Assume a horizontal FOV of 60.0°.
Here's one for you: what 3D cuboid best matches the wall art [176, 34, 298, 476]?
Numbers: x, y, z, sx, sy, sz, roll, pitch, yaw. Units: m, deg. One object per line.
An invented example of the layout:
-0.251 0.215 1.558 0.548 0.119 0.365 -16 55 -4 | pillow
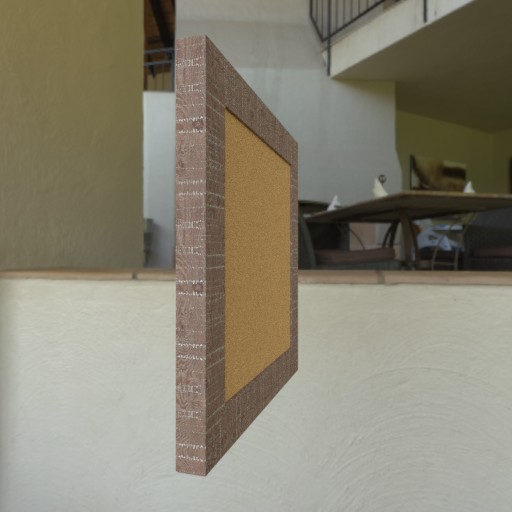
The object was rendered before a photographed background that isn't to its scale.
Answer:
0.000 0.000 0.791 0.040 0.531 0.531 0 0 17 | wall art
